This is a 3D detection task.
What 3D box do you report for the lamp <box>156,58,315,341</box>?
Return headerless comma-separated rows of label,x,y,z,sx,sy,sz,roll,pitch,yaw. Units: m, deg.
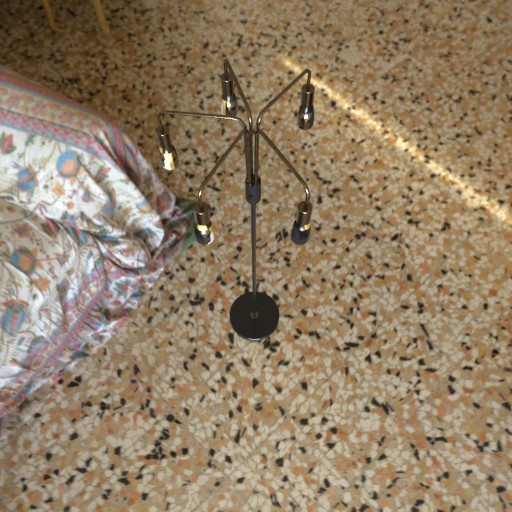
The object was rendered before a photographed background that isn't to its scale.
lamp,0.000,0.000,1.995,0.572,1.721,0.599,-30,68,-14
